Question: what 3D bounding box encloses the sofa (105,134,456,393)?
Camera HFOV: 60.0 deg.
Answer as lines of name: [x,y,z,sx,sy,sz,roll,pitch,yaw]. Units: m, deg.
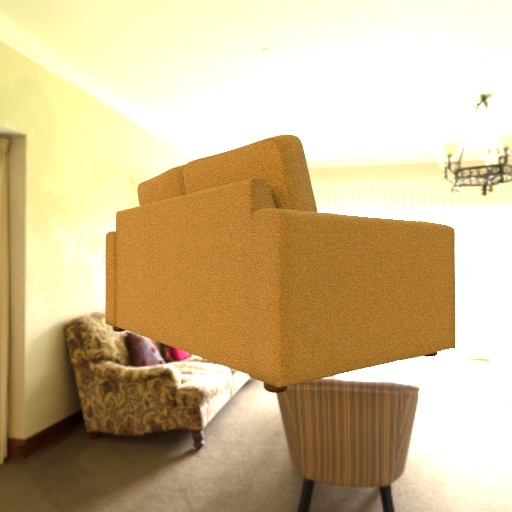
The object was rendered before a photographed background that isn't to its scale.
sofa: [0.000,0.000,2.252,1.016,0.873,1.616,0,0,-36]
